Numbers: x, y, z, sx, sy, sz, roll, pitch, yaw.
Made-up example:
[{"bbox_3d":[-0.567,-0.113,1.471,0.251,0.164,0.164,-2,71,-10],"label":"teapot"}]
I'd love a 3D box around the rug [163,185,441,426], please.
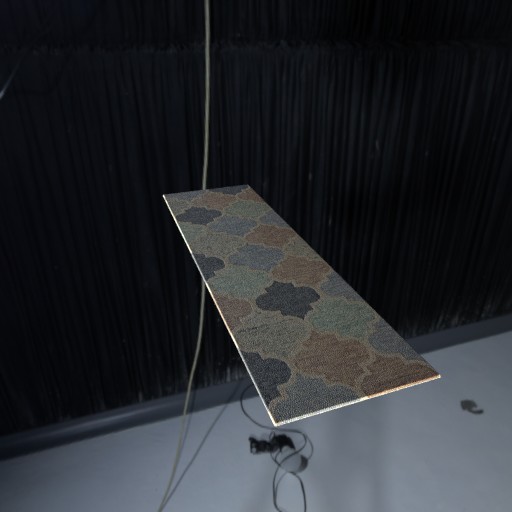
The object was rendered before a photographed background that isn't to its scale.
[{"bbox_3d":[0.000,0.000,2.541,0.687,0.011,2.287,-10,30,-17],"label":"rug"}]
